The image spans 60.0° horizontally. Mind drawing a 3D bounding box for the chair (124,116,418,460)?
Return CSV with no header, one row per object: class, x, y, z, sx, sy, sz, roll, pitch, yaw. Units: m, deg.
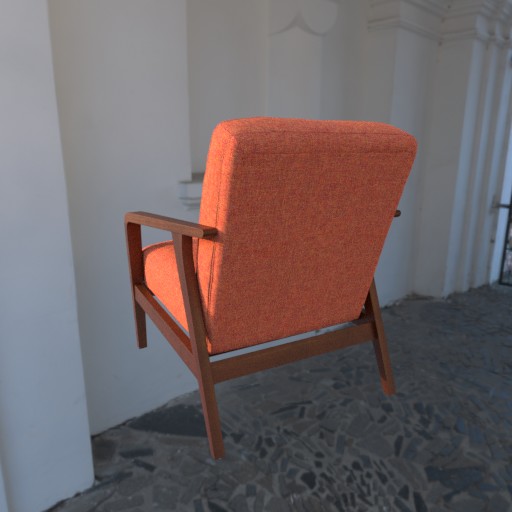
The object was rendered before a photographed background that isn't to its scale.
chair,0.000,0.000,1.553,0.719,0.890,0.860,-8,16,-28
